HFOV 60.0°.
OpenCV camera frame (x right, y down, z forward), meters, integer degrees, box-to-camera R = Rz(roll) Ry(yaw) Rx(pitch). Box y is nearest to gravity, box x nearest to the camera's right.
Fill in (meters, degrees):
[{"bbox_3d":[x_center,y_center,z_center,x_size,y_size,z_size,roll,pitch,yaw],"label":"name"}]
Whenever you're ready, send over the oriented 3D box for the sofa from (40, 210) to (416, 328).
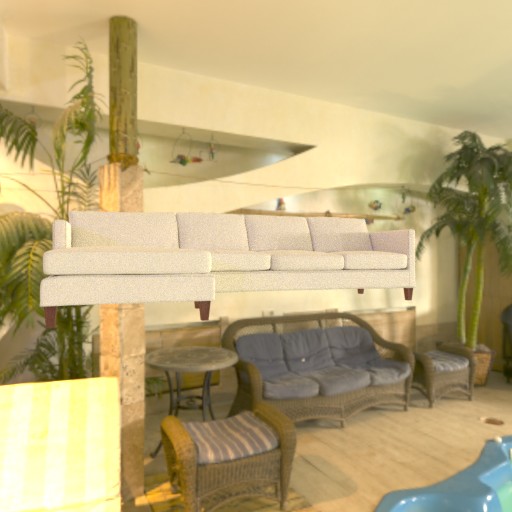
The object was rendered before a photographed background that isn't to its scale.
[{"bbox_3d":[0.000,0.000,3.806,3.186,0.846,1.625,0,0,-20],"label":"sofa"}]
